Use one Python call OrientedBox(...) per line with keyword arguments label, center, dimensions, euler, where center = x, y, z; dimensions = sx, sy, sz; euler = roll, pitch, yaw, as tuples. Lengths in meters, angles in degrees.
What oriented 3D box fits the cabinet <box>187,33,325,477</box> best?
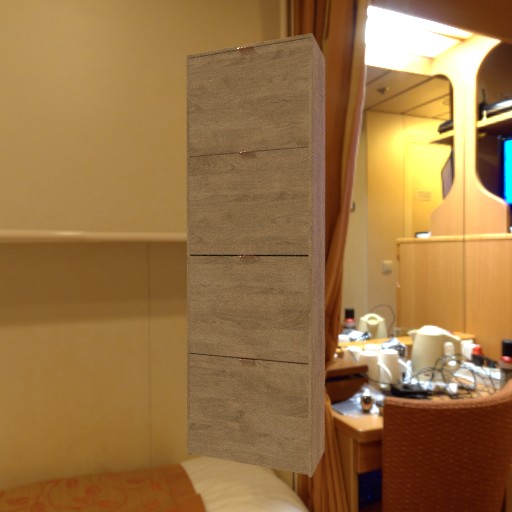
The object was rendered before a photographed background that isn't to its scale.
OrientedBox(label="cabinet", center=(0.000, 0.000, 1.819), dimensions=(0.520, 1.630, 0.250), euler=(0, 1, 20))
